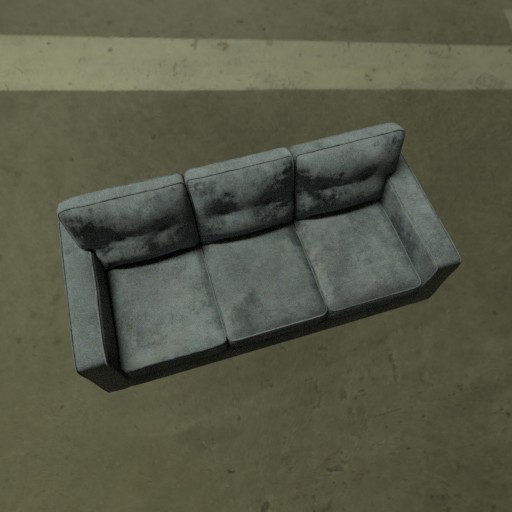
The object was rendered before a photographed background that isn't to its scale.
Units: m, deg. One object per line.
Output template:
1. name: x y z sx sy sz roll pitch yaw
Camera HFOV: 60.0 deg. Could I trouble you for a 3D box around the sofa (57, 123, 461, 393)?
1. sofa: 0.000 0.000 2.642 2.133 0.965 0.939 -15 64 -7
